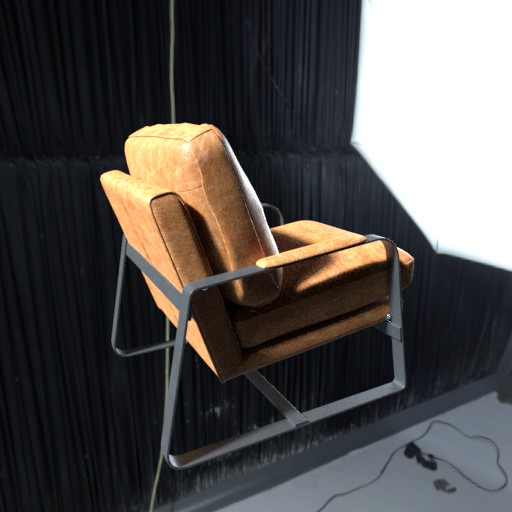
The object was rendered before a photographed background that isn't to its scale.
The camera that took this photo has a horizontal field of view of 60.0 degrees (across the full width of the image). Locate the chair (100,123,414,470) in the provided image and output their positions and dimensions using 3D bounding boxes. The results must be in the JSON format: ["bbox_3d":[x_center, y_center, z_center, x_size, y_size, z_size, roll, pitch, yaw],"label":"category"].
[{"bbox_3d":[0.000,0.000,1.364,0.801,0.777,0.651,-8,18,-27],"label":"chair"}]
